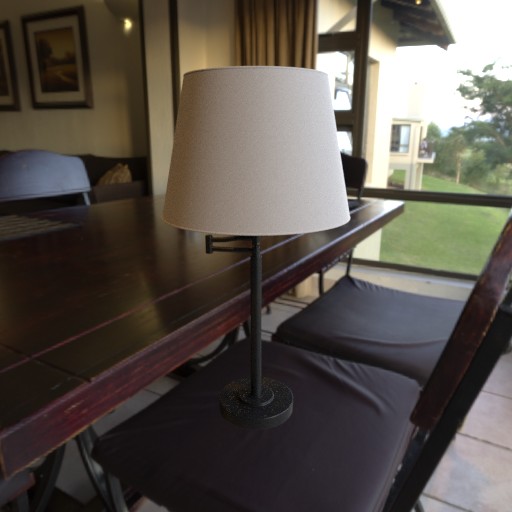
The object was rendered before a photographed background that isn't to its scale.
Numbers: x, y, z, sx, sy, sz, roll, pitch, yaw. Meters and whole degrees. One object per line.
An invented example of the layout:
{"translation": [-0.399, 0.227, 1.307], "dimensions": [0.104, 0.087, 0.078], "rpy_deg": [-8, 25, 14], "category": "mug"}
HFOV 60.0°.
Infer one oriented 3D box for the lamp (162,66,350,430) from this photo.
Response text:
{"translation": [0.000, 0.000, 0.894], "dimensions": [0.363, 0.696, 0.363], "rpy_deg": [0, 16, 0], "category": "lamp"}
